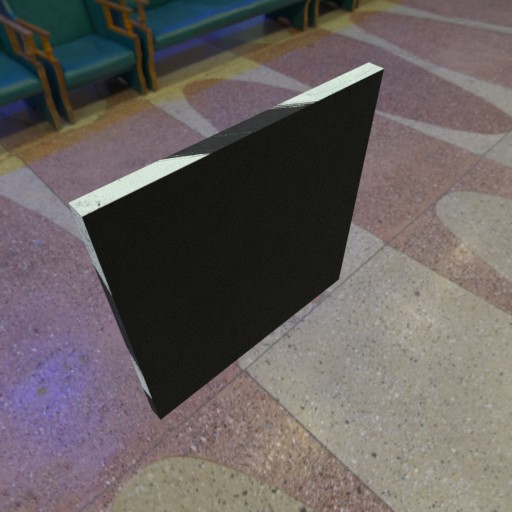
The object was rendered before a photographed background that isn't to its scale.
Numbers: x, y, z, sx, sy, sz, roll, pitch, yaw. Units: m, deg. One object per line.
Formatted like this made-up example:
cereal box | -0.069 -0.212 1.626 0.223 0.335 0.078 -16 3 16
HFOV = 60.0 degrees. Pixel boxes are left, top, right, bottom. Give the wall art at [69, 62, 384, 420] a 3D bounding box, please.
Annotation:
wall art | 0.000 0.000 1.148 0.765 0.765 0.046 -34 55 -27
